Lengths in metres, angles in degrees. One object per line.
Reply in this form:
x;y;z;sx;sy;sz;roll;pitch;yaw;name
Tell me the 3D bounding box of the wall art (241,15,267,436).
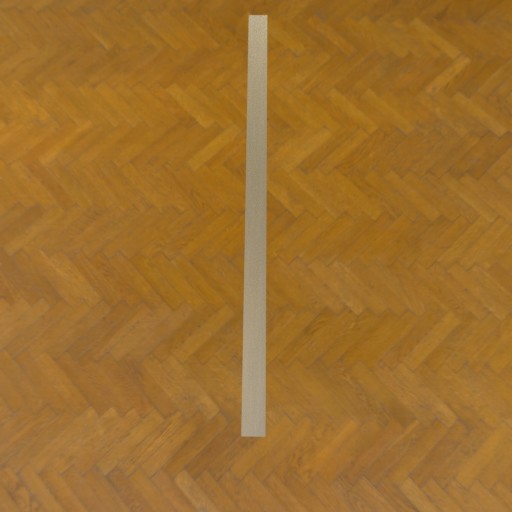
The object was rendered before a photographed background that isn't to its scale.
0.000;0.000;1.195;0.038;0.806;0.806;1;75;0;wall art
